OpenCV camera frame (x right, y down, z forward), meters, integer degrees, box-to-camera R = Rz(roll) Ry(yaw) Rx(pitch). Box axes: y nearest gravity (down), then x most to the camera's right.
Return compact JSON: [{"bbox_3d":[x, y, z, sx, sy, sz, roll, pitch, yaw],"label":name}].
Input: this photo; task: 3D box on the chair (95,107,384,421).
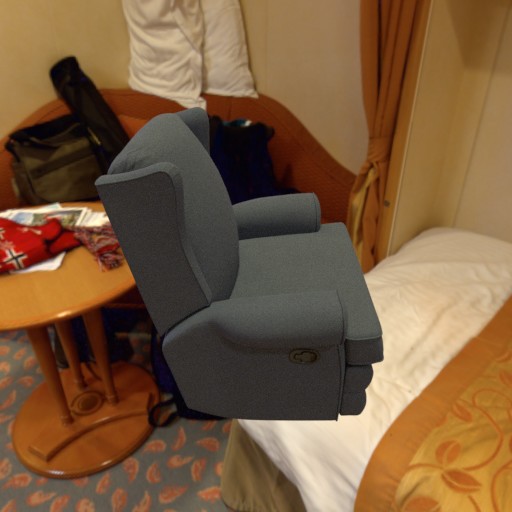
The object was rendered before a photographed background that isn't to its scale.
[{"bbox_3d":[0.000,0.000,1.749,0.877,1.020,0.971,1,31,1],"label":"chair"}]
